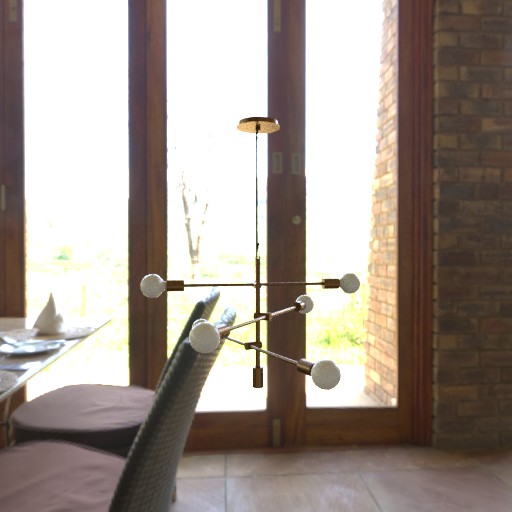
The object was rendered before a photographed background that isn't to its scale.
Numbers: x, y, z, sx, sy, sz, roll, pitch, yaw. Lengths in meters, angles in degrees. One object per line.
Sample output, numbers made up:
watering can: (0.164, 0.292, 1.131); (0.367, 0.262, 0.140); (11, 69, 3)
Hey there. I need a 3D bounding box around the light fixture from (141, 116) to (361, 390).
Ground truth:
light fixture: (0.000, 0.000, 1.244); (0.637, 0.744, 0.682); (0, 0, -1)
